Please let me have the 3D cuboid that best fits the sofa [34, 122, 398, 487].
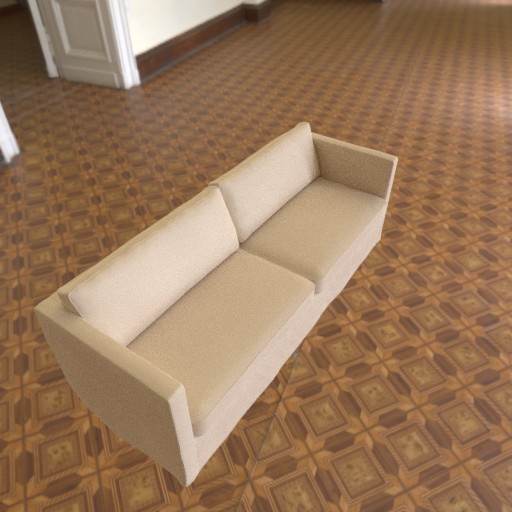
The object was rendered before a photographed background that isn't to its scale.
[{"bbox_3d":[0.000,0.000,3.222,1.036,0.999,2.779,24,46,26],"label":"sofa"}]
